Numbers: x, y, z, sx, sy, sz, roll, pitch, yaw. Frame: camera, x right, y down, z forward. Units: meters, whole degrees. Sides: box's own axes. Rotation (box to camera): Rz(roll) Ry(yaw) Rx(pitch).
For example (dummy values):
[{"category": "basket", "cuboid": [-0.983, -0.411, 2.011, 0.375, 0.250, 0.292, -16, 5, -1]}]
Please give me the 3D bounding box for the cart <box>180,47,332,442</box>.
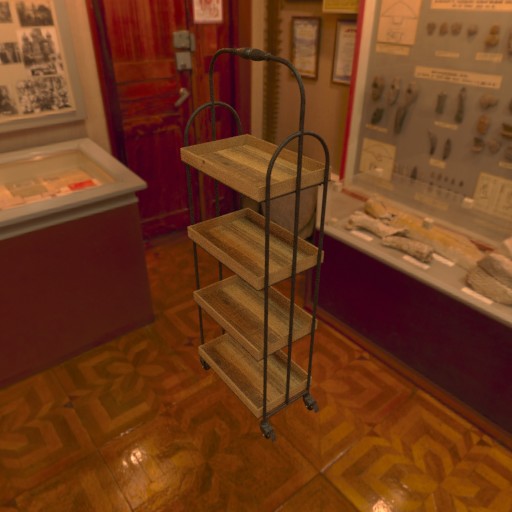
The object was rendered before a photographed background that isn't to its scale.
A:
[{"category": "cart", "cuboid": [0.000, 0.000, 1.739, 0.308, 1.481, 0.581, -21, 37, -31]}]
